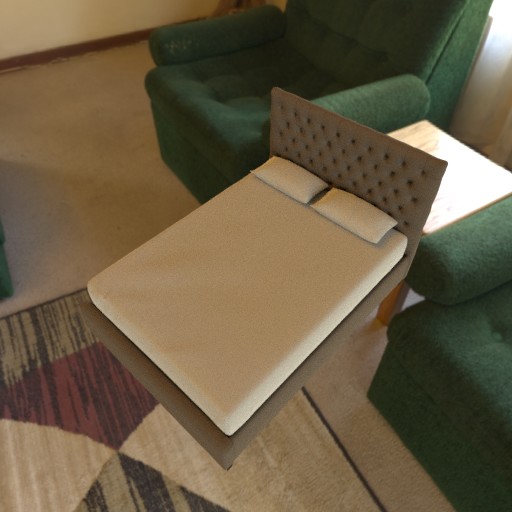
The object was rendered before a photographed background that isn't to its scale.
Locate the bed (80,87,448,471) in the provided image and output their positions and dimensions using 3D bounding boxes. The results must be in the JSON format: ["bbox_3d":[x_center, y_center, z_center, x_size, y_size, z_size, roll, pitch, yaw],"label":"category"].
[{"bbox_3d":[0.000,0.000,3.542,1.698,1.427,2.387,35,56,27],"label":"bed"}]
